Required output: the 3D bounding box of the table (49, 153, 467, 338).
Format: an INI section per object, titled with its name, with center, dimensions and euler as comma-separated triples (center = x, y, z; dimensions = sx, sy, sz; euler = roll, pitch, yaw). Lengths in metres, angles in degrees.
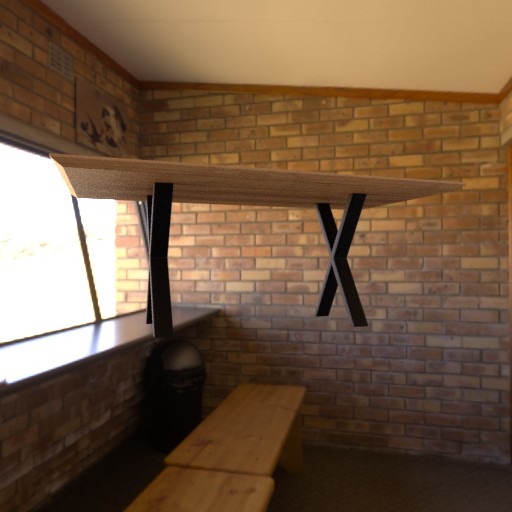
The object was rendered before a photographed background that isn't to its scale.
[table]
center = 0.000, 0.000, 2.482
dimensions = 2.000, 0.770, 1.000
euler = 0, -1, -18
